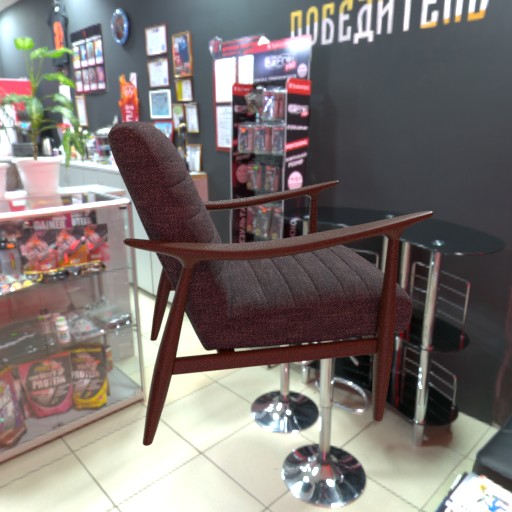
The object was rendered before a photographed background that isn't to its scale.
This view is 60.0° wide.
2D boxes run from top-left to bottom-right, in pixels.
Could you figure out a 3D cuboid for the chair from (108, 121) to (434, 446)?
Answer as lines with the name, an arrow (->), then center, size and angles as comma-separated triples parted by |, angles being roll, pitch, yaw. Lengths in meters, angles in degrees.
chair -> 0.000, 0.000, 1.426 | 0.798, 0.832, 0.741 | -3, 17, -11
